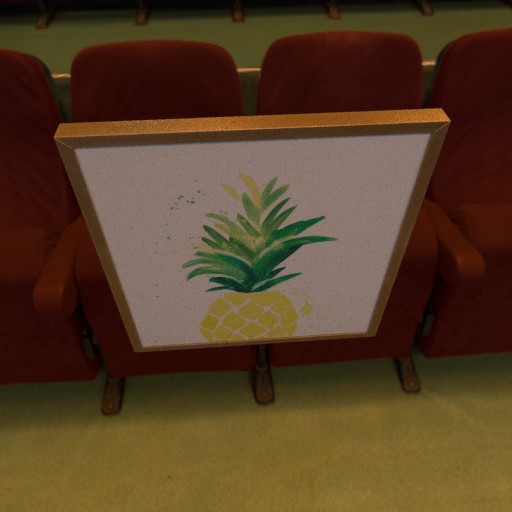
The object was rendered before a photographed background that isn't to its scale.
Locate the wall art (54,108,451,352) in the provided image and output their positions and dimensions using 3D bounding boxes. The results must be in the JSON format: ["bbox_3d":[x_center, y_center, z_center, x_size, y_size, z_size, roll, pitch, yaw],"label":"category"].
[{"bbox_3d":[0.000,0.000,0.764,0.510,0.509,0.033,-3,47,-3],"label":"wall art"}]
